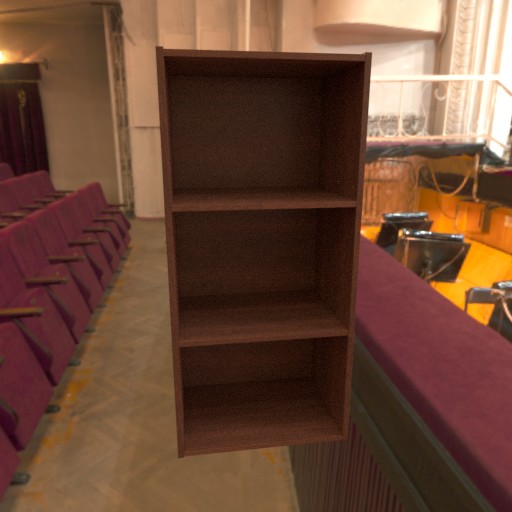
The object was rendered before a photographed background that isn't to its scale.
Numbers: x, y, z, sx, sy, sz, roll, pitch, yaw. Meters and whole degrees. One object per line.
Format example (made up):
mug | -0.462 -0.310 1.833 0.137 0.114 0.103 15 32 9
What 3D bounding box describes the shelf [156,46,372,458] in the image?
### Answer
shelf | 0.000 0.000 1.082 0.414 0.879 0.290 -2 16 -8
